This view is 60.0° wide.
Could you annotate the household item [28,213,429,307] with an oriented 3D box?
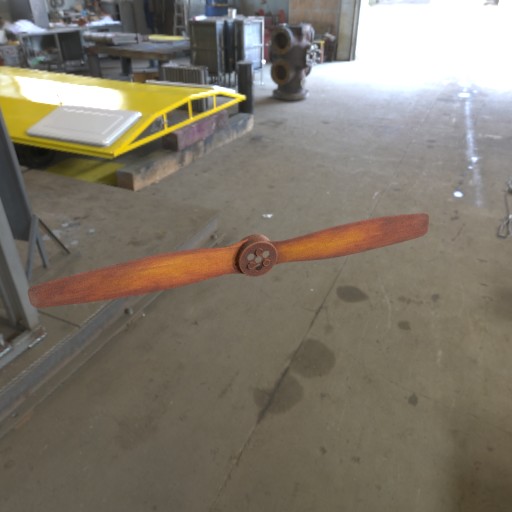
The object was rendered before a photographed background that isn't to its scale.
[{"bbox_3d":[0.000,0.000,1.256,1.181,0.121,0.051,-11,33,-17],"label":"household item"}]
